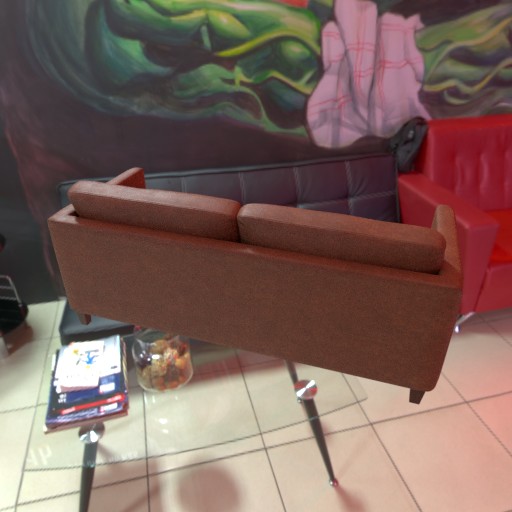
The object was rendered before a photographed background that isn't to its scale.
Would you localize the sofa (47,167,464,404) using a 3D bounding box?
[{"bbox_3d":[0.000,0.000,2.714,2.204,0.932,0.950,10,32,16],"label":"sofa"}]
